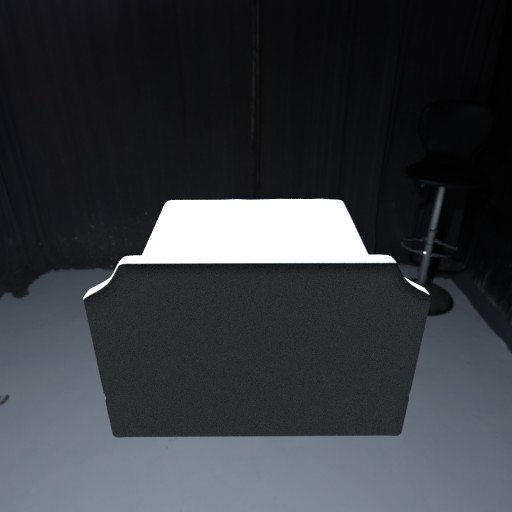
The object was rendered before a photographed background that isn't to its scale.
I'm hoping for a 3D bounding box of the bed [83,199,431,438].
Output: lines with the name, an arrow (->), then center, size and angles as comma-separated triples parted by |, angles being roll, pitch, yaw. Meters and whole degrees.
bed -> 0.000, 0.000, 3.573 | 1.977, 1.293, 2.498 | 0, 29, 0
